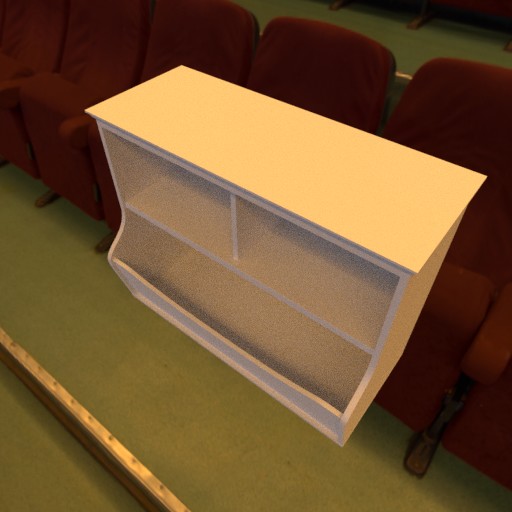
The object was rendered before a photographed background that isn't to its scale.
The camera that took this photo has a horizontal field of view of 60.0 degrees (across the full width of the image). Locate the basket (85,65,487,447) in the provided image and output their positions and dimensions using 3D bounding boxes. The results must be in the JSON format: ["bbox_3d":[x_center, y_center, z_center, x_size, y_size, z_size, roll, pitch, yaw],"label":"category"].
[{"bbox_3d":[0.000,0.000,1.112,0.792,0.625,0.376,30,53,26],"label":"basket"}]
